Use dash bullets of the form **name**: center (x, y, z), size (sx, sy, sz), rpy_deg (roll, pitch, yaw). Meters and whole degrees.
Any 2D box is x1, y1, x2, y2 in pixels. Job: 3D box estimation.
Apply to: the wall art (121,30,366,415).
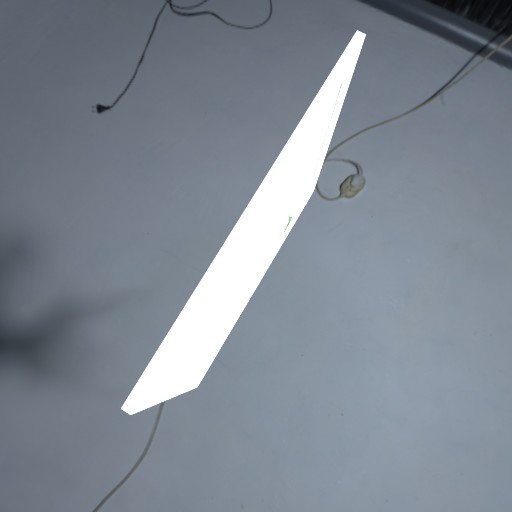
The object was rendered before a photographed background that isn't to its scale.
- **wall art**: center (0.000, 0.000, 0.849), size (0.013, 0.584, 0.584), rpy_deg (30, 78, 7)
